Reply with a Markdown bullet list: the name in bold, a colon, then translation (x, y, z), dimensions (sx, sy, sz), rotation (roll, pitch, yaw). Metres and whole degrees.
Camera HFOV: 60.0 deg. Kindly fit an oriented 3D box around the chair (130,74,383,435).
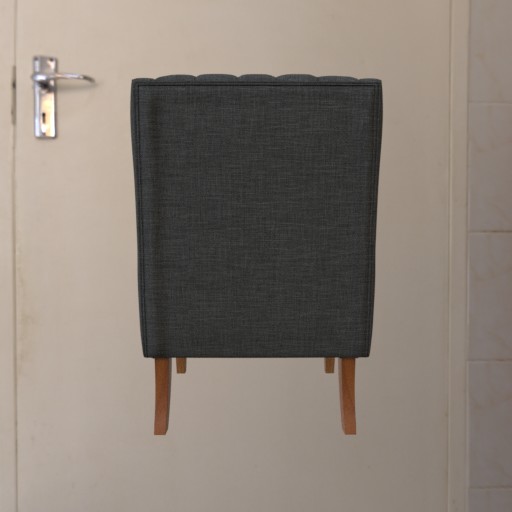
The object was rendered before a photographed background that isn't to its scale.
- **chair**: translation (0.000, 0.000, 1.471), dimensions (0.711, 0.953, 0.775), rotation (0, 1, 0)
